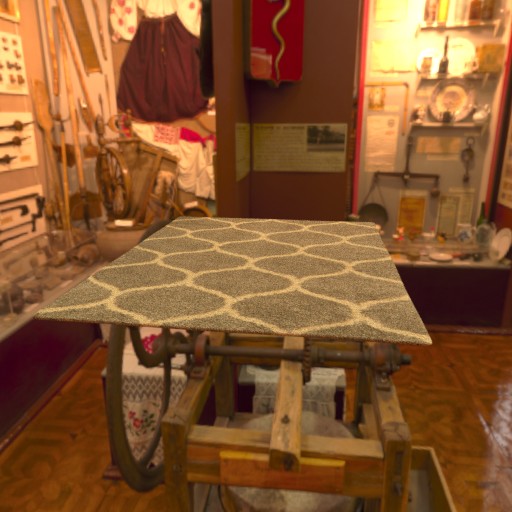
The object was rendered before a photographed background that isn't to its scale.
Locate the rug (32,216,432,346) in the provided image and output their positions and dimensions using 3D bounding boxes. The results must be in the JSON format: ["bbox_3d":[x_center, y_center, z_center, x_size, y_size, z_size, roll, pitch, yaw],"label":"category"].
[{"bbox_3d":[0.000,0.000,4.000,2.399,0.026,3.000,2,17,8],"label":"rug"}]
